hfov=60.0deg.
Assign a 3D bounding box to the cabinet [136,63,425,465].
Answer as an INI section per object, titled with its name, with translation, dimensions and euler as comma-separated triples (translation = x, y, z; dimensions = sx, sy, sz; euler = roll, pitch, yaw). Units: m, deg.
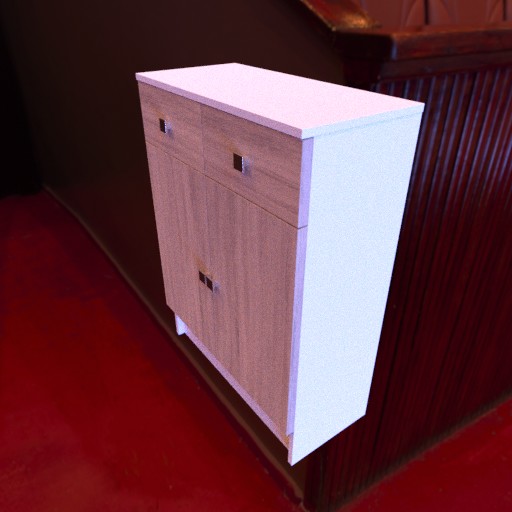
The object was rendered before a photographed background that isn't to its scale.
[cabinet]
translation = 0.000, 0.000, 1.122
dimensions = 0.296, 0.815, 0.600
euler = -21, 37, -30
